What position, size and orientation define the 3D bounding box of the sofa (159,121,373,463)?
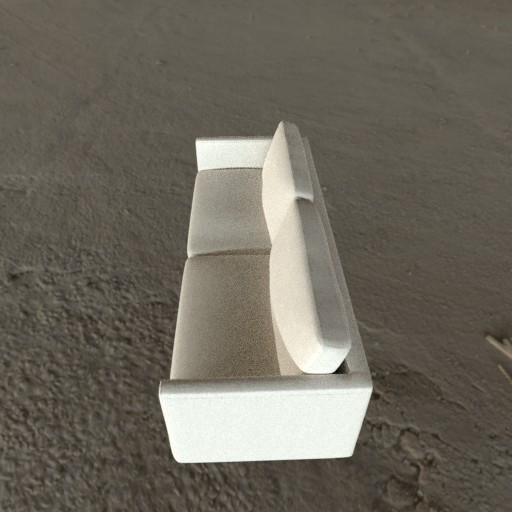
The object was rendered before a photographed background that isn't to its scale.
[{"bbox_3d":[0.000,0.000,2.956,0.948,0.965,2.434,-1,41,-1],"label":"sofa"}]
